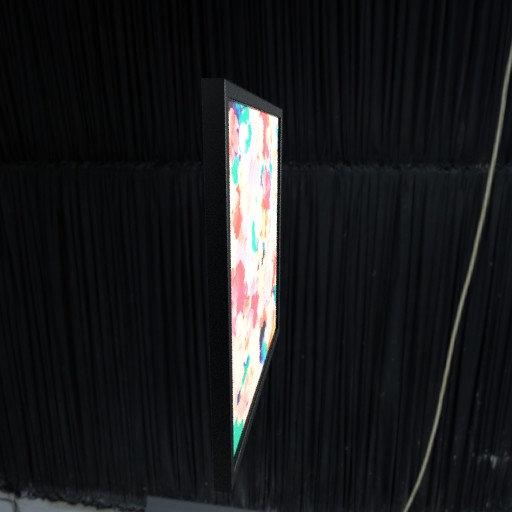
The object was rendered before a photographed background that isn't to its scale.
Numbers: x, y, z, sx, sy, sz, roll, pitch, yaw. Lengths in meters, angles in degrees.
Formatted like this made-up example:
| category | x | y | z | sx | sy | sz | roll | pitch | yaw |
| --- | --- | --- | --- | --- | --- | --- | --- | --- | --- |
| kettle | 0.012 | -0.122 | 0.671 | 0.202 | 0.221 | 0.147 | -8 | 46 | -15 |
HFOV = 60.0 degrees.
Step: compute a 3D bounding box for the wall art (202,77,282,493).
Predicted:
| category | x | y | z | sx | sy | sz | roll | pitch | yaw |
| --- | --- | --- | --- | --- | --- | --- | --- | --- | --- |
| wall art | 0.000 | 0.000 | 1.128 | 0.036 | 0.755 | 0.756 | 3 | 15 | 10 |
